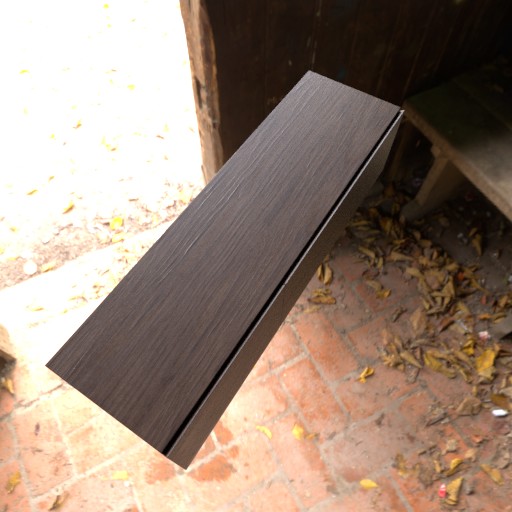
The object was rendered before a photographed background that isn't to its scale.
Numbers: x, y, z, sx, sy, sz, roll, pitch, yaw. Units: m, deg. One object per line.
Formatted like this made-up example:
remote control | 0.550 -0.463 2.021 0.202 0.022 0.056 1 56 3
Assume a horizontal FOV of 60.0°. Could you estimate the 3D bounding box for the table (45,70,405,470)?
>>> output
table | 0.000 0.000 1.609 0.405 0.508 1.397 29 64 16
